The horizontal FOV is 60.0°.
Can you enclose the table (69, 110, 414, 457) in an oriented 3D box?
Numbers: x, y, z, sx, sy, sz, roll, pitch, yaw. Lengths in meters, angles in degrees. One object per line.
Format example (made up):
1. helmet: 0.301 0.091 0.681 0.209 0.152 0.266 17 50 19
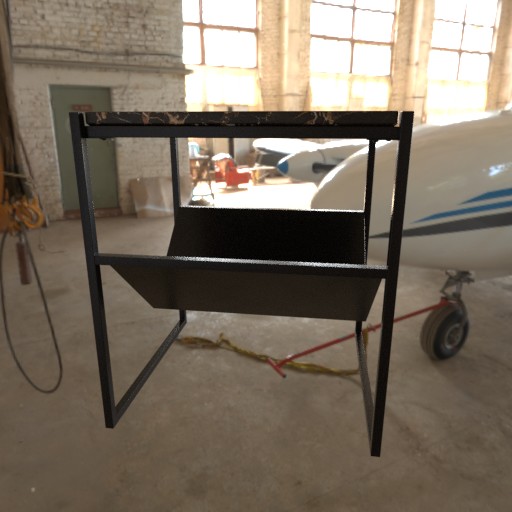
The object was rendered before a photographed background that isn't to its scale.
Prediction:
1. table: 0.000 0.000 0.872 0.469 0.534 0.432 3 17 8
